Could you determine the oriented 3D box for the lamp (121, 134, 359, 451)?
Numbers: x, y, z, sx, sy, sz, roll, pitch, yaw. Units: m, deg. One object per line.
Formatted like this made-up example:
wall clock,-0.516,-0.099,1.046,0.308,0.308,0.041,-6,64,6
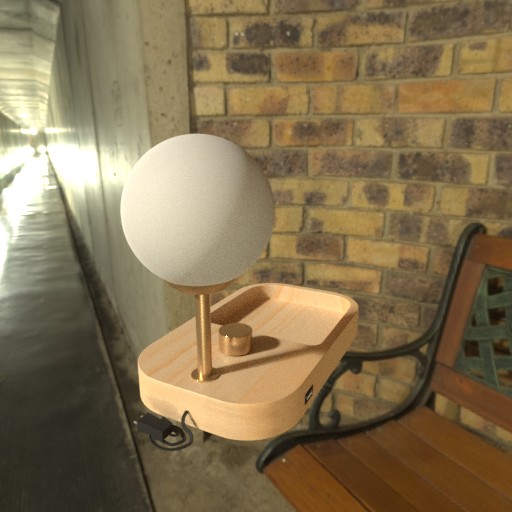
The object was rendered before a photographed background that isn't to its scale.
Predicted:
lamp,0.000,0.000,0.472,0.173,0.253,0.331,8,18,26
